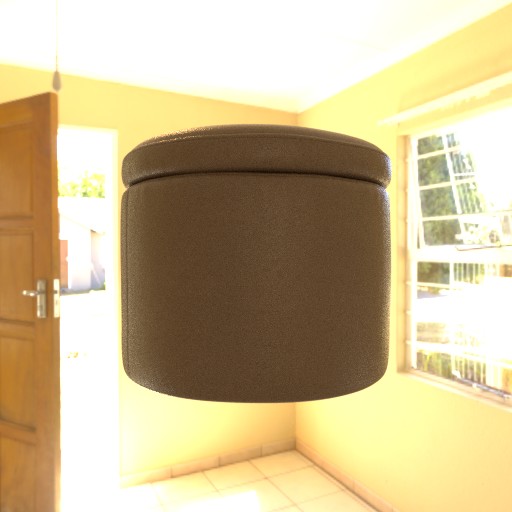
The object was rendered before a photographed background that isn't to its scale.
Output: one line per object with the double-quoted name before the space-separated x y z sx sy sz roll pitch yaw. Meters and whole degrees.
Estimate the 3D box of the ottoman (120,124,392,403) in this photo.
"ottoman" 0.000 0.000 0.854 0.500 0.409 0.500 0 1 0
